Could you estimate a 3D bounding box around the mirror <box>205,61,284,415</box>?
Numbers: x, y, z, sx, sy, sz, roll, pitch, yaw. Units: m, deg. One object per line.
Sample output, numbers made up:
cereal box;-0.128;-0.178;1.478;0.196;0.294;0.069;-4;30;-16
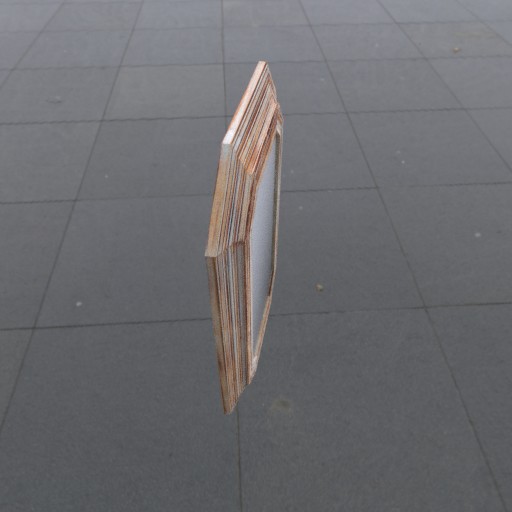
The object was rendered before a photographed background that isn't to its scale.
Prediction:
mirror;0.000;0.000;1.350;0.061;1.015;0.709;8;47;8
